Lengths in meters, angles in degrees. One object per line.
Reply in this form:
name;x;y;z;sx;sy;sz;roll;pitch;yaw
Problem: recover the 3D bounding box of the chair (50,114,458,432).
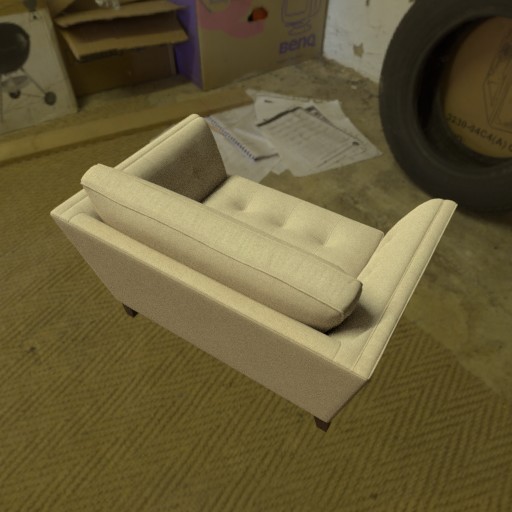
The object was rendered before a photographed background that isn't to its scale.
chair;0.000;0.000;2.039;1.397;0.940;0.965;25;51;22
